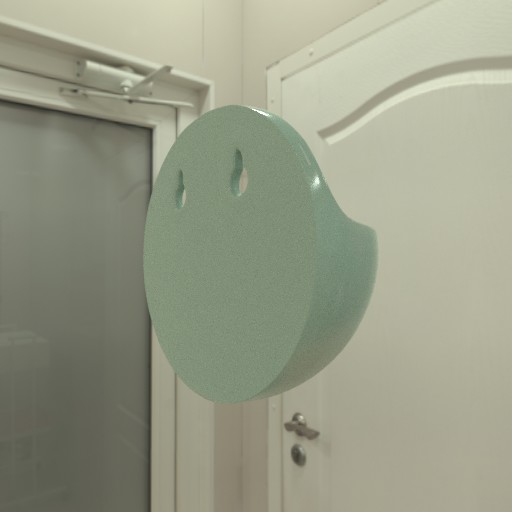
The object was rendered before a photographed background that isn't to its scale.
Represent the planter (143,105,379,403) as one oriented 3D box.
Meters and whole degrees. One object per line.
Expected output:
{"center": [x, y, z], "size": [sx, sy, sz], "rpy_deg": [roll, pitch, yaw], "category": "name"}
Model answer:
{"center": [0.000, 0.000, 0.273], "size": [0.073, 0.164, 0.189], "rpy_deg": [1, -2, -37], "category": "planter"}
